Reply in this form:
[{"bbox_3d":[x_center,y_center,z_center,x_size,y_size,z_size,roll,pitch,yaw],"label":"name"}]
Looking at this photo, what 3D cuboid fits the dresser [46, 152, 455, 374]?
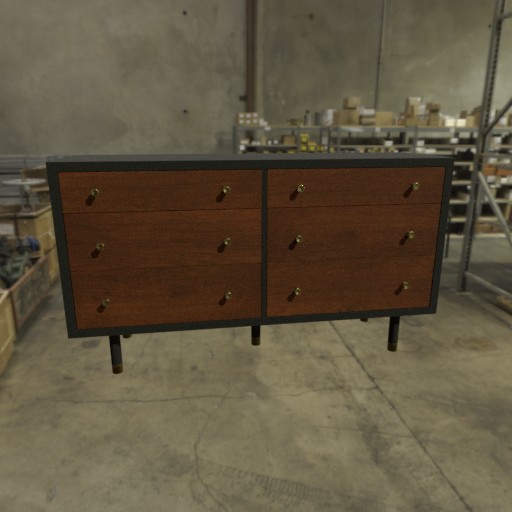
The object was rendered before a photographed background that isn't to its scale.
[{"bbox_3d":[0.000,0.000,1.986,1.558,0.872,0.463,-3,16,-9],"label":"dresser"}]
